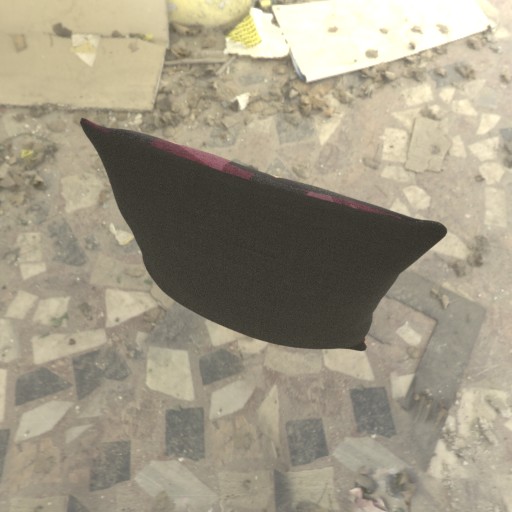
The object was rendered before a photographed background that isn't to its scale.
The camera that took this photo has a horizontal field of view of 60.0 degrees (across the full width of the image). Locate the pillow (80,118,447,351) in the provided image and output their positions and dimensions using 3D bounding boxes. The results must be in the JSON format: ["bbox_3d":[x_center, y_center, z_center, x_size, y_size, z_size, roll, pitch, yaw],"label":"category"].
[{"bbox_3d":[0.000,0.000,0.766,0.503,0.496,0.208,19,64,10],"label":"pillow"}]
